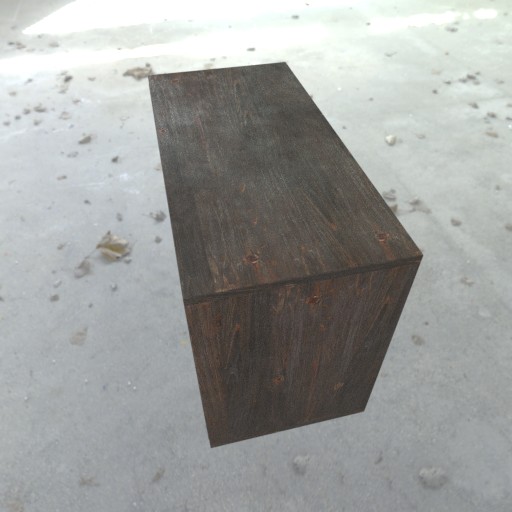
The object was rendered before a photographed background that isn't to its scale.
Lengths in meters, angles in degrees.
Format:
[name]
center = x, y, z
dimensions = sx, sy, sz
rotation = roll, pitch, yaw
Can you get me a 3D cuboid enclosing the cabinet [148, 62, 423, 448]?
[cabinet]
center = 0.000, 0.000, 1.544
dimensions = 0.529, 0.897, 1.023
rotation = -10, 46, -9
